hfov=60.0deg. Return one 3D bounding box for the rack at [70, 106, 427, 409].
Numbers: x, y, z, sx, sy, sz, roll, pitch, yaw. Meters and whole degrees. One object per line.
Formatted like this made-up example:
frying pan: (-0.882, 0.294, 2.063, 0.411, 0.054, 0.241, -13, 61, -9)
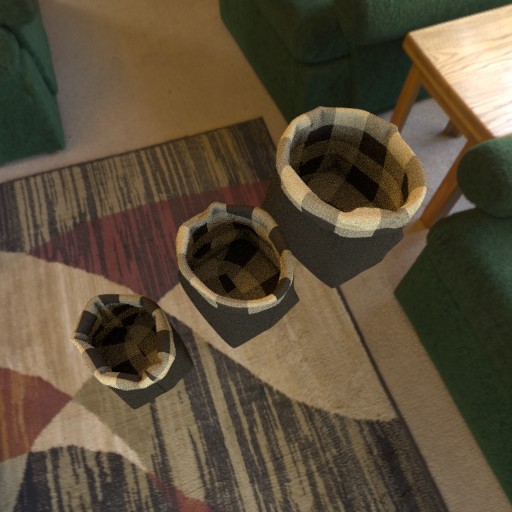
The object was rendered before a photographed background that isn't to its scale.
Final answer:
rack: (0.000, 0.000, 1.068, 0.889, 0.329, 0.370, -34, 68, -16)
